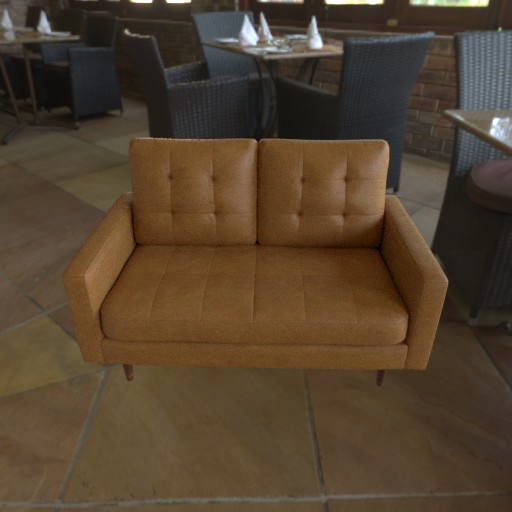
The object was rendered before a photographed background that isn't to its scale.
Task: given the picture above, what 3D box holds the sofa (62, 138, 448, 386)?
[{"bbox_3d":[0.000,0.000,2.000,1.430,0.898,0.868,1,31,1],"label":"sofa"}]
